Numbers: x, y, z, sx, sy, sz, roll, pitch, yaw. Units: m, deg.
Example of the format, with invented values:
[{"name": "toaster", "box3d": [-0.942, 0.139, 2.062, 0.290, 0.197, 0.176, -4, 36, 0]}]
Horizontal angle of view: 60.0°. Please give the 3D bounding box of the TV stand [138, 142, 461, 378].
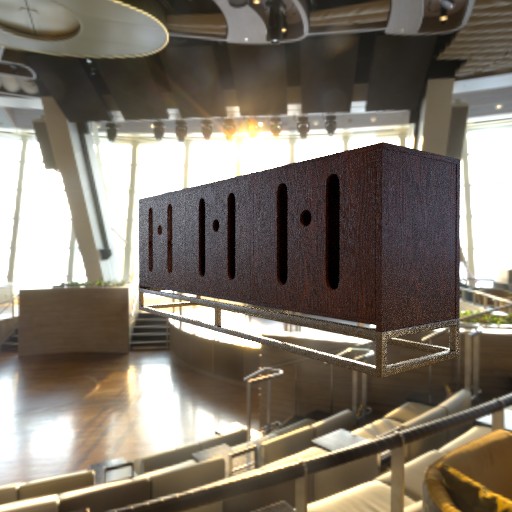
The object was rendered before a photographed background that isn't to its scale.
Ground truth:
[{"name": "TV stand", "box3d": [0.000, 0.000, 1.812, 0.382, 0.578, 1.541, -1, 1, -37]}]
